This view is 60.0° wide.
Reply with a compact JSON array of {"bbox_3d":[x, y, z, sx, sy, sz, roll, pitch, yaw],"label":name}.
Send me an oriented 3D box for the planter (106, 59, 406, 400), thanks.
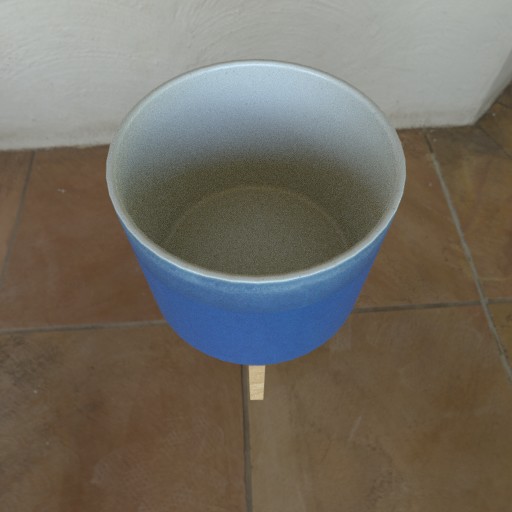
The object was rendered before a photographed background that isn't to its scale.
[{"bbox_3d":[0.000,0.000,0.400,0.192,0.263,0.192,0,59,0],"label":"planter"}]
